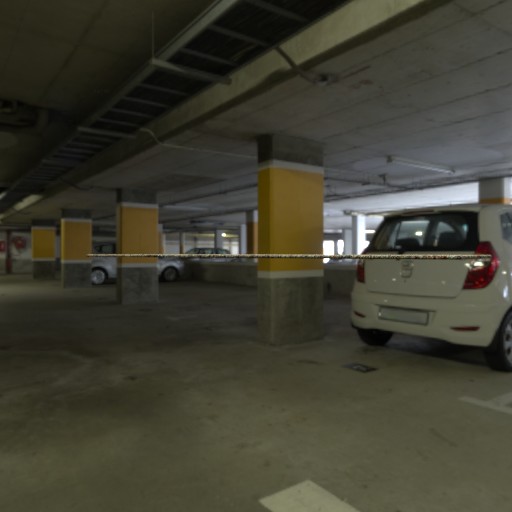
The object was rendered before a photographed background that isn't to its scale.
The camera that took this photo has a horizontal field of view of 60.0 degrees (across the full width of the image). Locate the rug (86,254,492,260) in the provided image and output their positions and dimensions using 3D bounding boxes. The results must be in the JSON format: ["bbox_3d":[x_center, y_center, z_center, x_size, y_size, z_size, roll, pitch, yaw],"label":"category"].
[{"bbox_3d":[0.000,0.000,2.515,2.292,0.015,0.688,0,0,36],"label":"rug"}]
